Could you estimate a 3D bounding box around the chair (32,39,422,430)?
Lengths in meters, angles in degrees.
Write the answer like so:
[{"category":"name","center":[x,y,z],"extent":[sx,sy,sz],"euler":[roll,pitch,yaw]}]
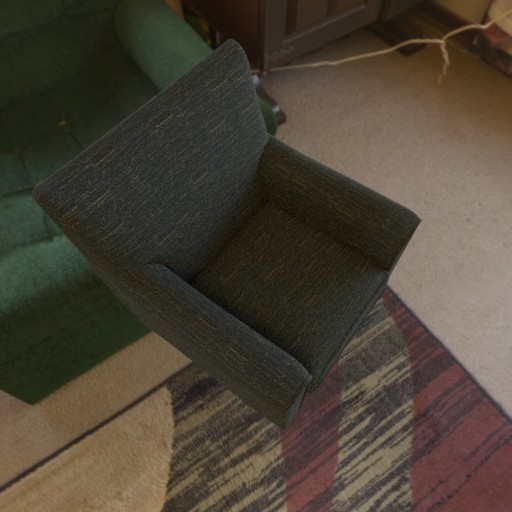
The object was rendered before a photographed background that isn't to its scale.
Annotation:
[{"category":"chair","center":[0.000,0.000,1.609],"extent":[0.873,0.928,0.864],"euler":[33,65,18]}]
